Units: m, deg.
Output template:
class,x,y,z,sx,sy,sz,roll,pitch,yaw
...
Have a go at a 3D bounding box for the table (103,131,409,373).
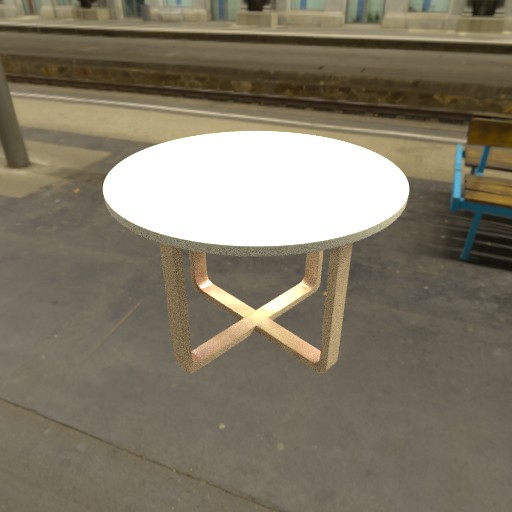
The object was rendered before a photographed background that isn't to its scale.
class,x,y,z,sx,sy,sz,roll,pitch,yaw
table,0.000,0.000,1.009,0.600,0.400,0.600,0,31,0
